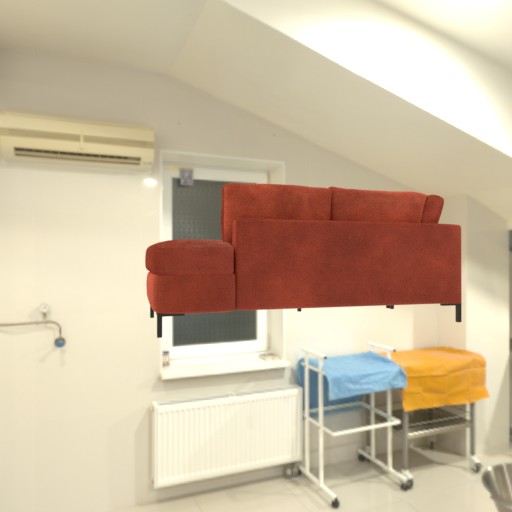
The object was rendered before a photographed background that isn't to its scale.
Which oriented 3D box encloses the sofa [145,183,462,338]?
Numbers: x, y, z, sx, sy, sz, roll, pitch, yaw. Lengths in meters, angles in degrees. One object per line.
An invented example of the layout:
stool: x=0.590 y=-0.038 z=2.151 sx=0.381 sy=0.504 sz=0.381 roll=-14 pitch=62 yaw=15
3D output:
sofa: x=0.000 y=0.000 z=3.963 sx=1.981 sy=0.858 sz=2.971 roll=0 pitch=0 yaw=-16
